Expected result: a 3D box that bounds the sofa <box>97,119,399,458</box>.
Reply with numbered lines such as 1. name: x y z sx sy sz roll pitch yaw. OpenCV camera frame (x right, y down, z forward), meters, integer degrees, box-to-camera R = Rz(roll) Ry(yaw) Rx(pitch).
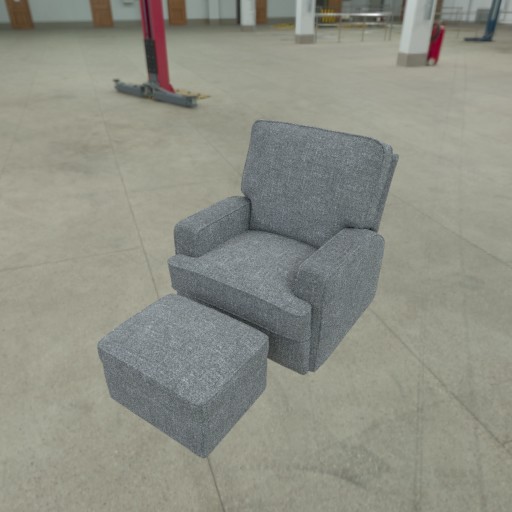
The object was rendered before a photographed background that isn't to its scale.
1. sofa: 0.000 0.000 2.054 0.861 0.959 1.472 19 36 29
